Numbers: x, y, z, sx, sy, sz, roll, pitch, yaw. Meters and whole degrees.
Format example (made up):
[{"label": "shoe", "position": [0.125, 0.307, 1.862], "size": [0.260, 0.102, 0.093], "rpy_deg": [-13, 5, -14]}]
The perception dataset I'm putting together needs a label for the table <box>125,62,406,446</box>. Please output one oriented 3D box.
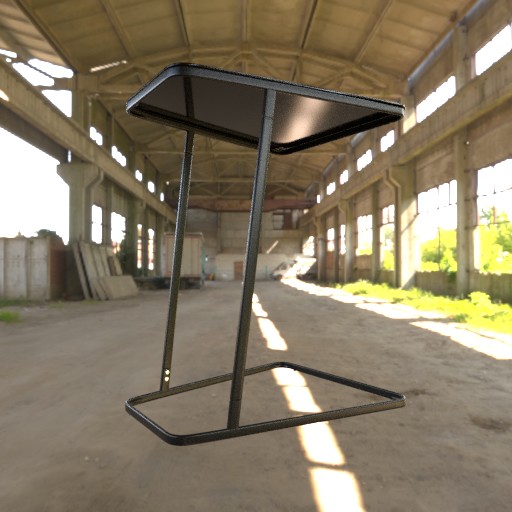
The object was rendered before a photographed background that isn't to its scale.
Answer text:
[{"label": "table", "position": [0.000, 0.000, 0.951], "size": [0.500, 0.624, 0.427], "rpy_deg": [1, -1, -36]}]
